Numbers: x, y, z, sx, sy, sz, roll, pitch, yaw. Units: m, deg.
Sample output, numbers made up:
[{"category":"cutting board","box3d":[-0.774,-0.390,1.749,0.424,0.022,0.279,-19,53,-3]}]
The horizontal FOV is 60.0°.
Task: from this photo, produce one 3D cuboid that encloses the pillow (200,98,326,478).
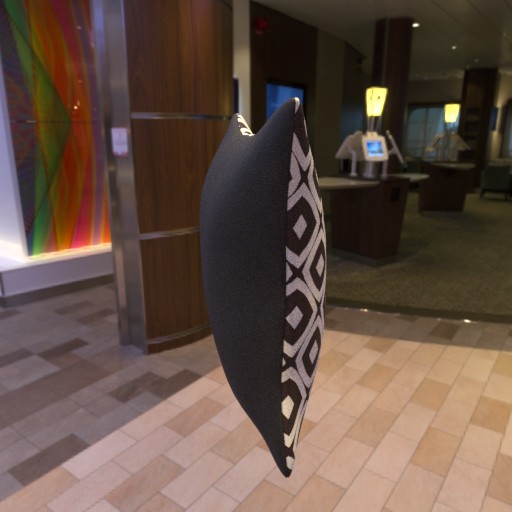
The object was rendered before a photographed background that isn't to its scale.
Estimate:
[{"category":"pillow","box3d":[0.000,0.000,0.777,0.188,0.494,0.504,-3,16,-9]}]
